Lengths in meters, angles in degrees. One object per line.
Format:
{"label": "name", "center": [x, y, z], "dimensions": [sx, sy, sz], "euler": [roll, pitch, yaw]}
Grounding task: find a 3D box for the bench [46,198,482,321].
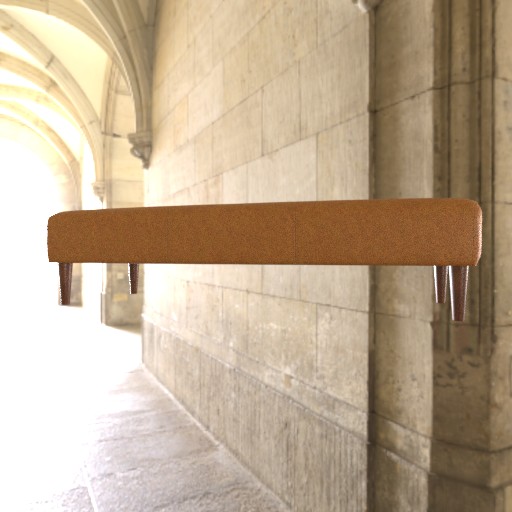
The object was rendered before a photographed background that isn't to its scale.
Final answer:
{"label": "bench", "center": [0.000, 0.000, 1.849], "dimensions": [1.610, 0.399, 0.653], "euler": [0, 0, 17]}
